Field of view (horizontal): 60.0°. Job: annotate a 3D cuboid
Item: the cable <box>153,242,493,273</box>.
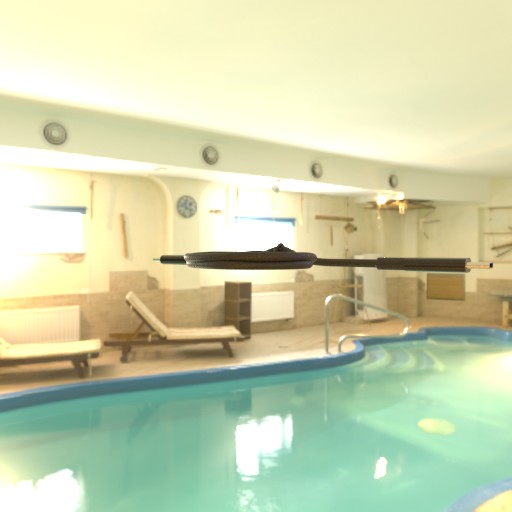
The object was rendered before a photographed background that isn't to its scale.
[{"bbox_3d":[0.000,0.000,0.222,0.203,0.014,0.070,1,1,35],"label":"cable"}]
